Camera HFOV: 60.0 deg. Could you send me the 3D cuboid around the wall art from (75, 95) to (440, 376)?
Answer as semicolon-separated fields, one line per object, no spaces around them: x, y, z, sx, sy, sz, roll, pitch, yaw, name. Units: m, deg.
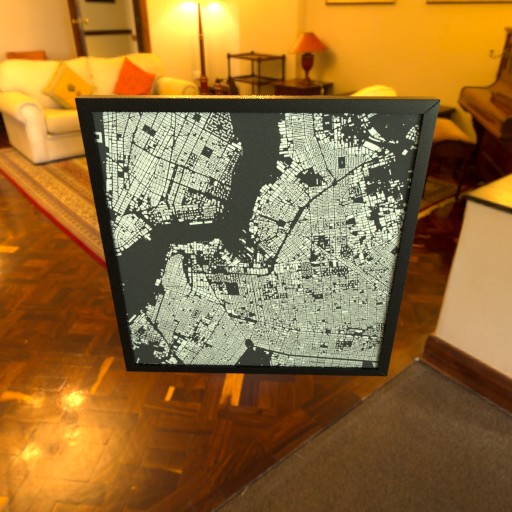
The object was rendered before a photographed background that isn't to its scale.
0.000;0.000;1.113;0.755;0.761;0.038;1;29;1;wall art
